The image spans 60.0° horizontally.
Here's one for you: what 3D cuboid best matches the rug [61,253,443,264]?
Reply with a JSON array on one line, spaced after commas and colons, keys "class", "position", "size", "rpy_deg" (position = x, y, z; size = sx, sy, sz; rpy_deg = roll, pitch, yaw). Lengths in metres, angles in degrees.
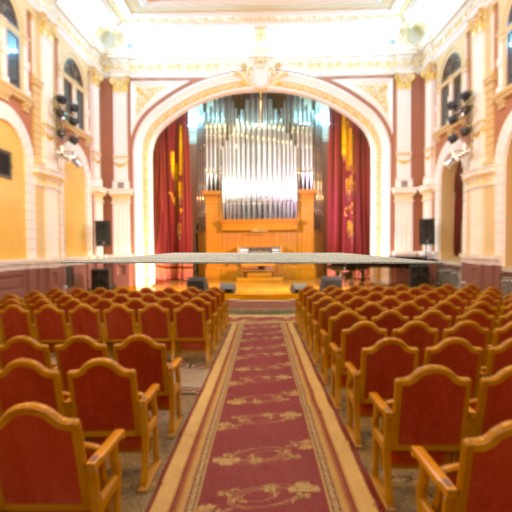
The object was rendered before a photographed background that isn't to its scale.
[{"class": "rug", "position": [0.000, 0.000, 2.902], "size": [1.521, 0.006, 2.283], "rpy_deg": [0, 1, 1]}]
